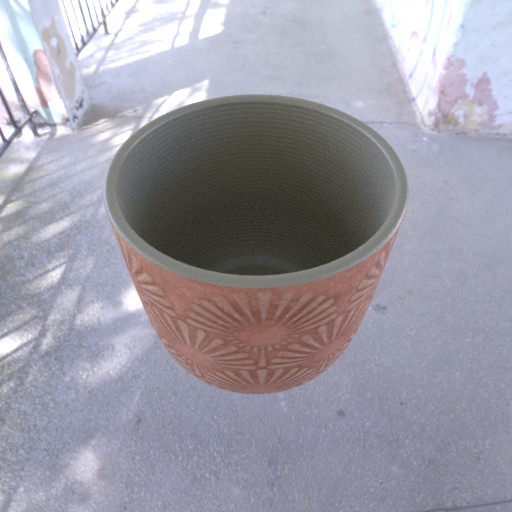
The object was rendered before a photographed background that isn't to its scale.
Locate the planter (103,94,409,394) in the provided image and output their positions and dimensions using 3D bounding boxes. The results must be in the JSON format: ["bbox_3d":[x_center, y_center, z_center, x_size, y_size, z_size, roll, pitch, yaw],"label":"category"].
[{"bbox_3d":[0.000,0.000,0.223,0.124,0.109,0.124,0,48,0],"label":"planter"}]
